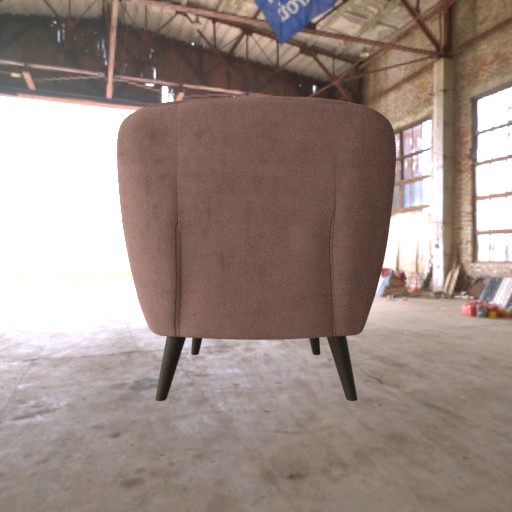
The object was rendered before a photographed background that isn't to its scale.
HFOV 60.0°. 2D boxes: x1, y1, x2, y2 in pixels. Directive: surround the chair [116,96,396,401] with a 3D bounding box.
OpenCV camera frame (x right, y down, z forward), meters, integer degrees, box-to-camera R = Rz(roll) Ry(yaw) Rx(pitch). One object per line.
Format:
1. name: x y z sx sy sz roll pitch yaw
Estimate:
1. chair: 0.000 0.000 1.498 0.840 0.820 0.820 0 1 0
